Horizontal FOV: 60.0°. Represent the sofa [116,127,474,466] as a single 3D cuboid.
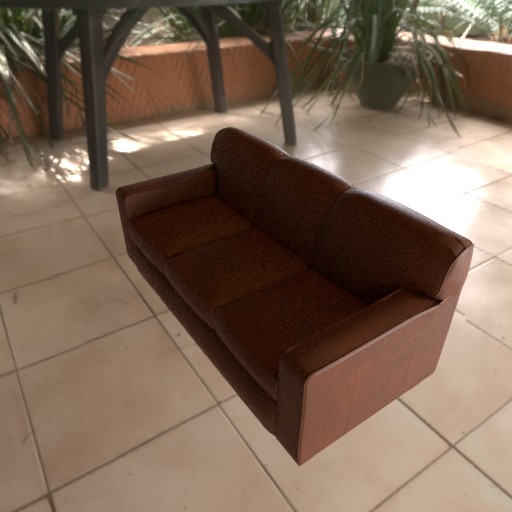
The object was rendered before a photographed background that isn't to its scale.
[{"bbox_3d":[0.000,0.000,2.616,1.008,0.953,2.039,-21,39,-28],"label":"sofa"}]
